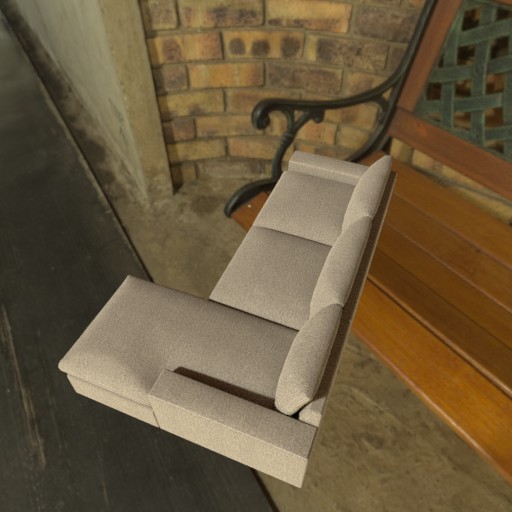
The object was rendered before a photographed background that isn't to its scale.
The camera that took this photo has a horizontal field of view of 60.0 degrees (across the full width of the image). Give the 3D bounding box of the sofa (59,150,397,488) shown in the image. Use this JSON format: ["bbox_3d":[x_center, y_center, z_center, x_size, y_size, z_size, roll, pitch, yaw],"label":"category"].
[{"bbox_3d":[0.000,0.000,3.475,1.689,0.813,2.718,16,49,15],"label":"sofa"}]
